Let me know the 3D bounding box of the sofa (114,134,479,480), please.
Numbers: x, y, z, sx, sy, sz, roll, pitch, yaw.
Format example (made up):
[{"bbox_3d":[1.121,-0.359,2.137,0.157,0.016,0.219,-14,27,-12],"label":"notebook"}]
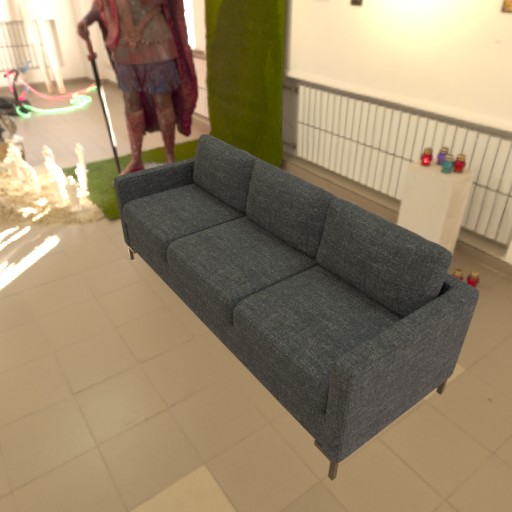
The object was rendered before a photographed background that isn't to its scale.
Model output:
[{"bbox_3d":[0.000,0.000,2.609,0.859,0.874,2.218,-22,39,-30],"label":"sofa"}]
